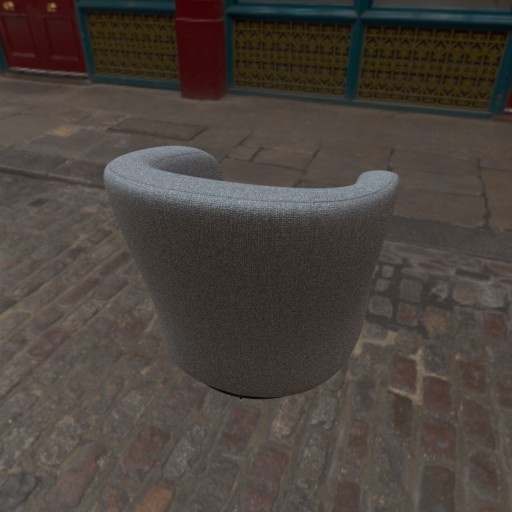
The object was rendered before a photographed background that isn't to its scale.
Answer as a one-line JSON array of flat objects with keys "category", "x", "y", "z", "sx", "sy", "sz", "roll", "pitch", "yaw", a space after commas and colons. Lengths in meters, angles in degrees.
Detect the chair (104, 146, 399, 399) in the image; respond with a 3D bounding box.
[{"category": "chair", "x": 0.000, "y": 0.000, "z": 1.429, "sx": 0.791, "sy": 0.771, "sz": 0.815, "roll": 11, "pitch": 34, "yaw": 17}]
